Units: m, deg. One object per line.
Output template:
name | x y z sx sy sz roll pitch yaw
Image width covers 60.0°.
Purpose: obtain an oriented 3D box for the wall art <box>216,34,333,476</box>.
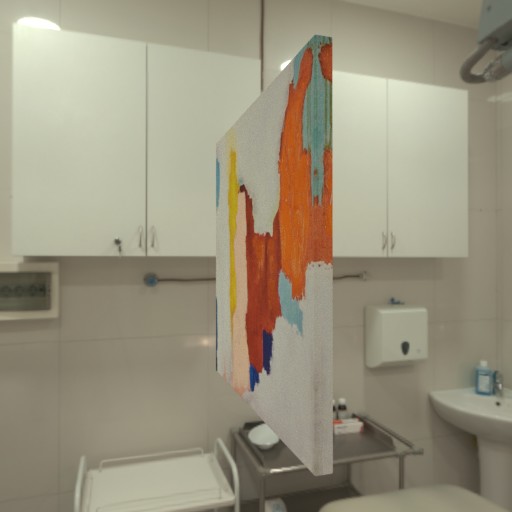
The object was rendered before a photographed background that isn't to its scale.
wall art | 0.000 0.000 1.206 0.037 0.814 0.814 0 0 -18
